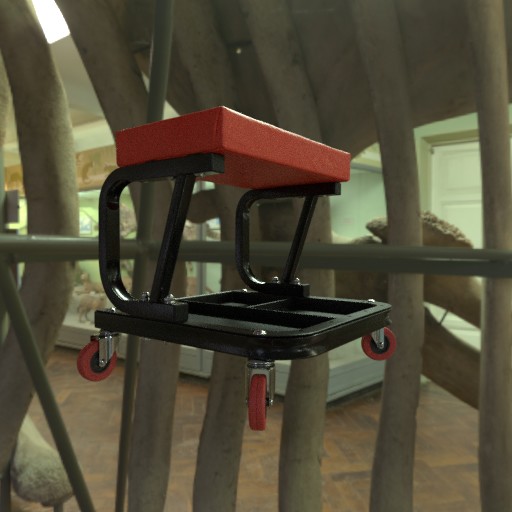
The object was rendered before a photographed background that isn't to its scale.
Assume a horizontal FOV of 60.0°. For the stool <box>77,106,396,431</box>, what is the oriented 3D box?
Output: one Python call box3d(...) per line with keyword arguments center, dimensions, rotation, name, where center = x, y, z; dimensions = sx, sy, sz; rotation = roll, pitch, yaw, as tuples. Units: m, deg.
box3d(center=(0.000, 0.000, 0.736), dimensions=(0.371, 0.380, 0.446), rotation=(1, 2, 37), name="stool")
